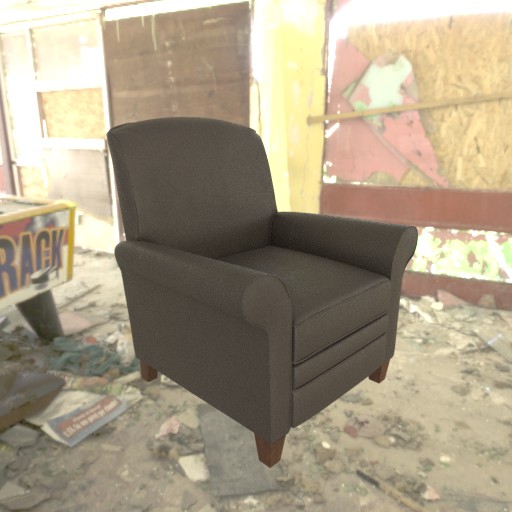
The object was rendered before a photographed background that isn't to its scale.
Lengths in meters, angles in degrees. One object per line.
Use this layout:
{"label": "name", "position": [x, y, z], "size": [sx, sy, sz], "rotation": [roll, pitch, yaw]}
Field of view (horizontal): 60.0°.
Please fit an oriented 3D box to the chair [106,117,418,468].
{"label": "chair", "position": [0.000, 0.000, 1.750], "size": [0.902, 1.061, 0.978], "rotation": [15, 22, 42]}
